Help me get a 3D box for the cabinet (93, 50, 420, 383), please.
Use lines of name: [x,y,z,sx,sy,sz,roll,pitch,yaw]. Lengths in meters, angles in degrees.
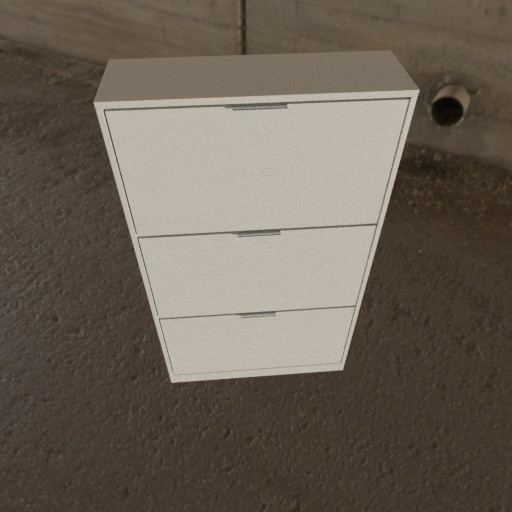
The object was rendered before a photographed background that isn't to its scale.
cabinet: [0.000,0.000,1.551,0.750,1.280,0.250,-3,46,-3]
